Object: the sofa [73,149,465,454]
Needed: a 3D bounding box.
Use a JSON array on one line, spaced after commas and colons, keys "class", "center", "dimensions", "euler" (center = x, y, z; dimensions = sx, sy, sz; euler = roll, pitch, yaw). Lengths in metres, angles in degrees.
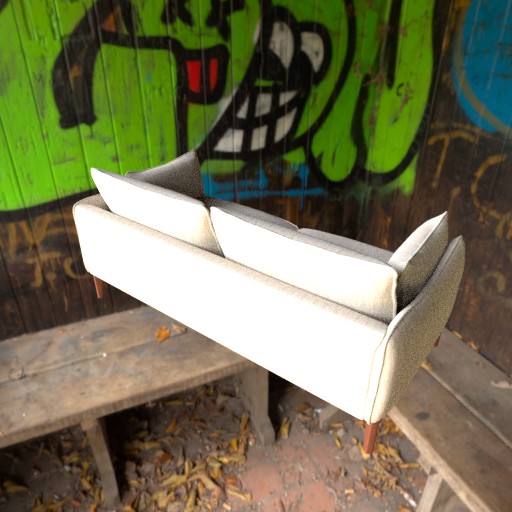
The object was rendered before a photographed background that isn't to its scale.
[{"class": "sofa", "center": [0.000, 0.000, 2.461], "dimensions": [1.989, 0.860, 0.991], "euler": [21, 36, 32]}]
